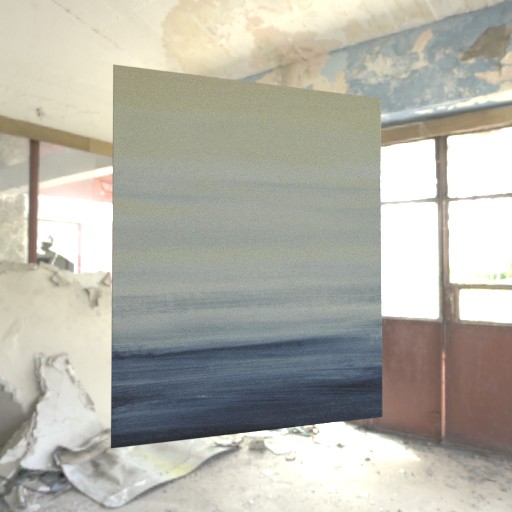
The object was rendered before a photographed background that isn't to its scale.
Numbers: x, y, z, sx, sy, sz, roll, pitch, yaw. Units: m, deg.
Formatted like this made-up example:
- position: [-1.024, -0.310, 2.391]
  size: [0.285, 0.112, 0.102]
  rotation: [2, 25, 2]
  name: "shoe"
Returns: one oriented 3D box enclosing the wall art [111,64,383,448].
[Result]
- position: [0.000, 0.000, 0.793]
  size: [0.489, 0.608, 0.040]
  rotation: [0, -1, -17]
  name: "wall art"
